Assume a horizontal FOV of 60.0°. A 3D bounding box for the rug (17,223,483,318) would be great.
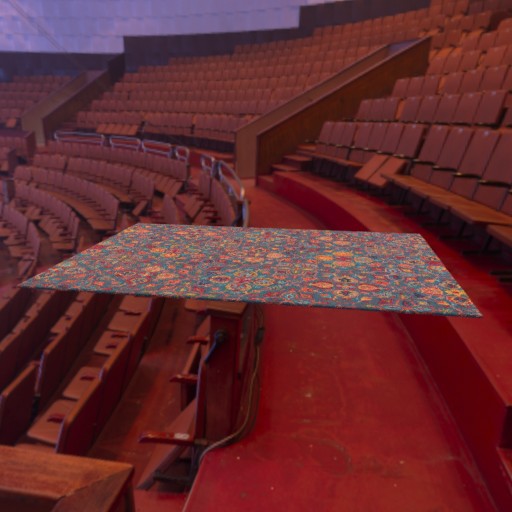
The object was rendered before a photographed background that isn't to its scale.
[{"bbox_3d":[0.000,0.000,2.284,1.836,0.014,1.216,3,17,9],"label":"rug"}]
